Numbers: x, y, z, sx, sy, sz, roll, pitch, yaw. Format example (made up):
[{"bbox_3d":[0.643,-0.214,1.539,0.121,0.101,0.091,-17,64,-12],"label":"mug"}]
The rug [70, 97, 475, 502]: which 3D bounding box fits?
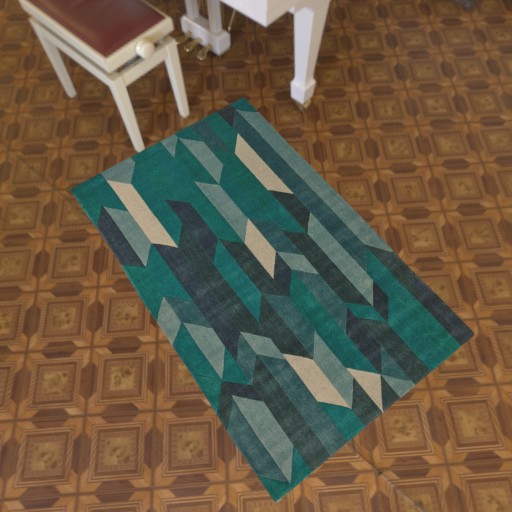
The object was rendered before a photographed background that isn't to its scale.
[{"bbox_3d":[0.000,0.000,2.919,1.528,0.005,2.420,-33,68,-15],"label":"rug"}]
